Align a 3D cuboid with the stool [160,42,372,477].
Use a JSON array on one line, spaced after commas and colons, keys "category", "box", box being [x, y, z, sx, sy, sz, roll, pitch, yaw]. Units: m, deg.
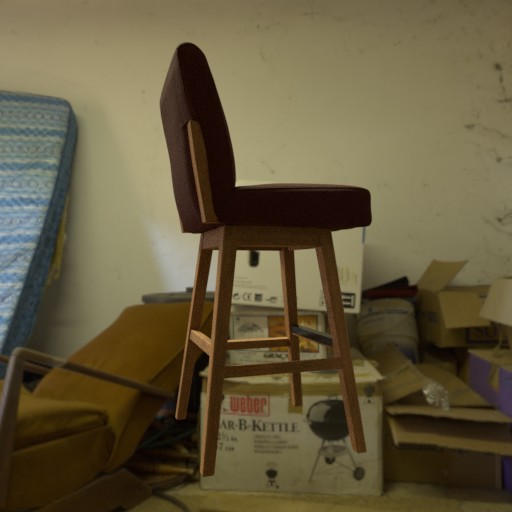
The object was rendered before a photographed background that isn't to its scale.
[{"category": "stool", "box": [0.000, 0.000, 1.375, 0.562, 1.093, 0.468, 0, -1, -18]}]
